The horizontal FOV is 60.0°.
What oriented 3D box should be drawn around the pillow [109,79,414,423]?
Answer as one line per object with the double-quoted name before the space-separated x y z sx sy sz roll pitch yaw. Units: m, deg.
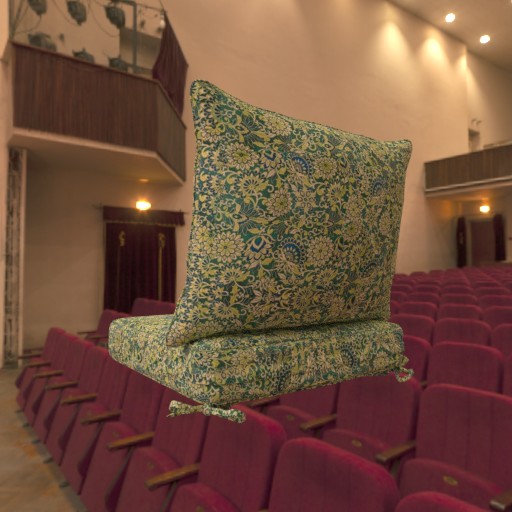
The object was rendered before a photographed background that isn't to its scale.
"pillow" 0.000 0.000 1.362 0.798 0.722 0.740 1 -2 -36
